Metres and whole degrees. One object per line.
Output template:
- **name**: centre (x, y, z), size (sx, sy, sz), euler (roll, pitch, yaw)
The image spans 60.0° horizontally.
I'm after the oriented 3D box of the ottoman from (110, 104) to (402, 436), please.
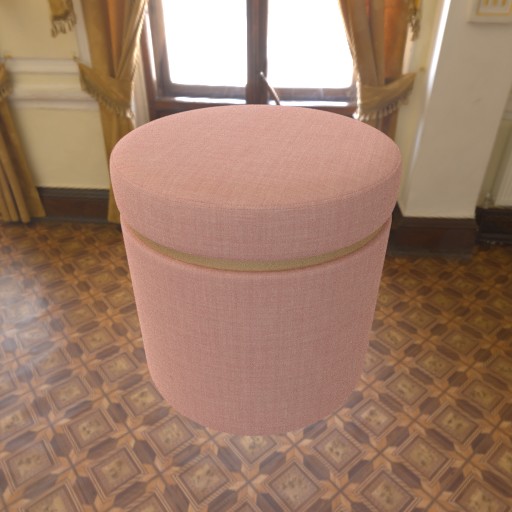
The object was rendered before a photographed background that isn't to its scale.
- **ottoman**: centre (0.000, 0.000, 0.720), size (0.400, 0.406, 0.400), euler (0, 33, 0)
